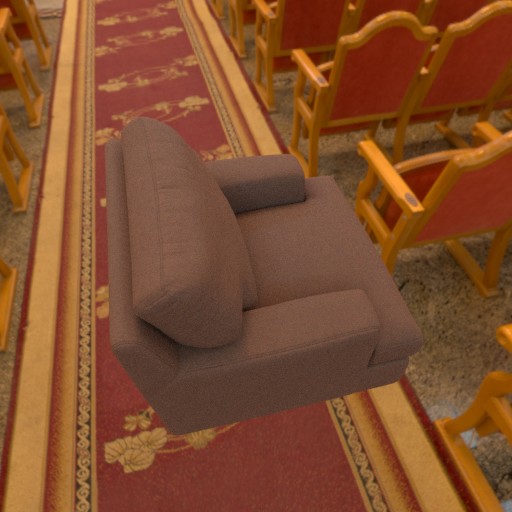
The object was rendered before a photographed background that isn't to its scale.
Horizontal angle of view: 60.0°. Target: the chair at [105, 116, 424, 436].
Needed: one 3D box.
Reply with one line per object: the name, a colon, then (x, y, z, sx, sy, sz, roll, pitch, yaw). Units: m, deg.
chair: (0.000, 0.000, 1.967, 1.143, 0.940, 1.168, -10, 49, -9)
